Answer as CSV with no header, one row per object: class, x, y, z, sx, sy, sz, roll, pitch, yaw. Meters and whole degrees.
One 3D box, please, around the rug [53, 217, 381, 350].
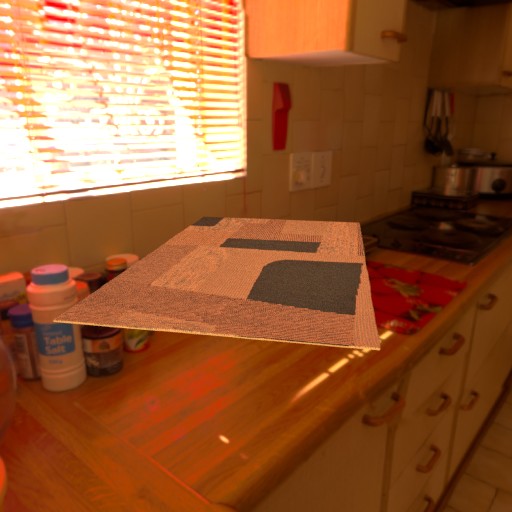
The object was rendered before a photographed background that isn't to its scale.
rug,0.000,0.000,3.129,1.521,0.015,2.436,3,17,10
